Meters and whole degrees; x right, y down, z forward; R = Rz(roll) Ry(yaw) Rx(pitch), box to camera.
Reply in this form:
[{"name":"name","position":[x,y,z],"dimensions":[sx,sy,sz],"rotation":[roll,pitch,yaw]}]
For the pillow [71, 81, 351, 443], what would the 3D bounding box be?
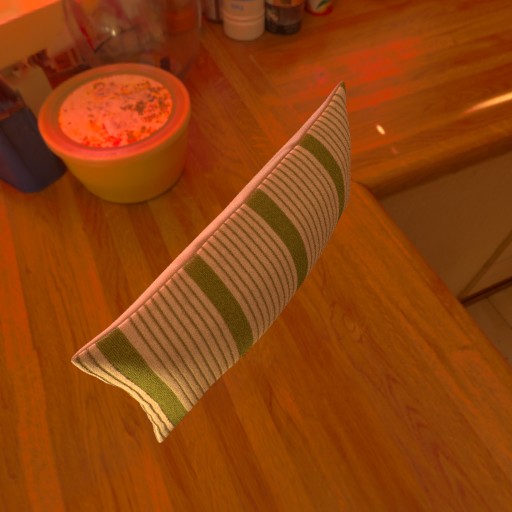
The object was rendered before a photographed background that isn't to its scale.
[{"name":"pillow","position":[0.000,0.000,0.728],"dimensions":[0.156,0.292,0.608],"rotation":[31,62,18]}]
